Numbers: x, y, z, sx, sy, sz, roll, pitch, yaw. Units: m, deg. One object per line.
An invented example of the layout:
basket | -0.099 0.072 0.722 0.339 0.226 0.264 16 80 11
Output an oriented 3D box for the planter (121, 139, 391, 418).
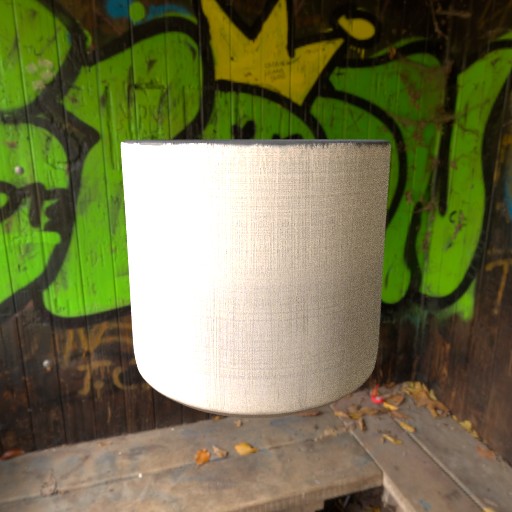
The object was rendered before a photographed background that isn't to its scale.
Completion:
planter | 0.000 0.000 0.396 0.221 0.201 0.221 0 15 0
